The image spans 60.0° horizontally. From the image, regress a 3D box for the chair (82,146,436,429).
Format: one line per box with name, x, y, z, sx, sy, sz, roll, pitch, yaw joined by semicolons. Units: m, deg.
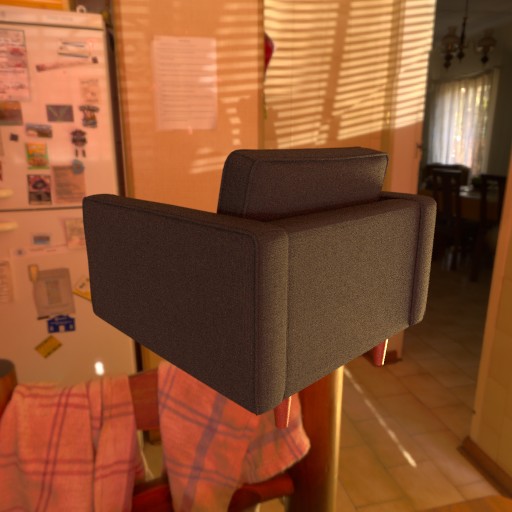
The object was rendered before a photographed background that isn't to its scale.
chair;0.000;0.000;1.605;0.899;0.770;0.919;-14;20;-42
